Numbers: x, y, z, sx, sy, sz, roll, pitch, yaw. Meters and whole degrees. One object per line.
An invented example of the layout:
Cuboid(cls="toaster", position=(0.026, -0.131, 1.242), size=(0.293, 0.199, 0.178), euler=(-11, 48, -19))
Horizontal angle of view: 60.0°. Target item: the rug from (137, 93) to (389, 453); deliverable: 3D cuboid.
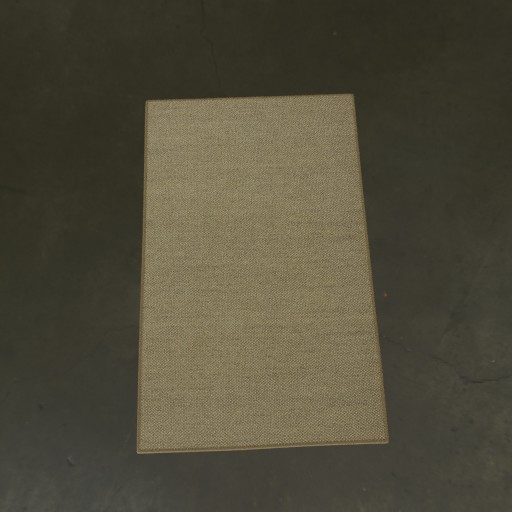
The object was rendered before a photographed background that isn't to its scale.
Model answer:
Cuboid(cls="rug", position=(0.000, 0.000, 2.057), size=(1.062, 0.013, 1.667), euler=(-2, 76, -1))
